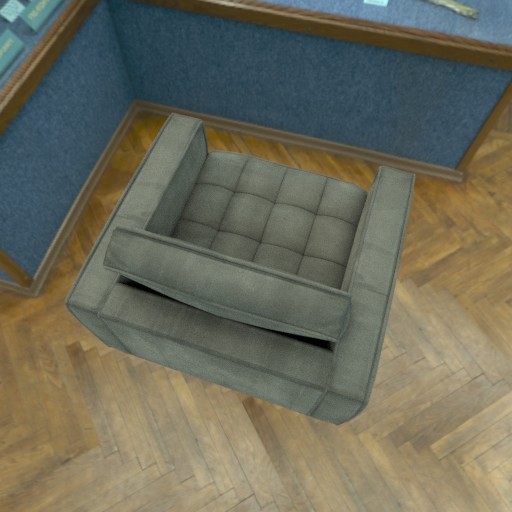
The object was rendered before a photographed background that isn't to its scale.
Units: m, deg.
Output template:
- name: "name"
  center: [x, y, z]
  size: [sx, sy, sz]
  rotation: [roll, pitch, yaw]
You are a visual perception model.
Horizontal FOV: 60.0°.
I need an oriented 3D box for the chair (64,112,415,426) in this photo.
- name: "chair"
  center: [0.000, 0.000, 1.541]
  size: [0.928, 0.773, 0.843]
  rotation: [16, 64, 8]
